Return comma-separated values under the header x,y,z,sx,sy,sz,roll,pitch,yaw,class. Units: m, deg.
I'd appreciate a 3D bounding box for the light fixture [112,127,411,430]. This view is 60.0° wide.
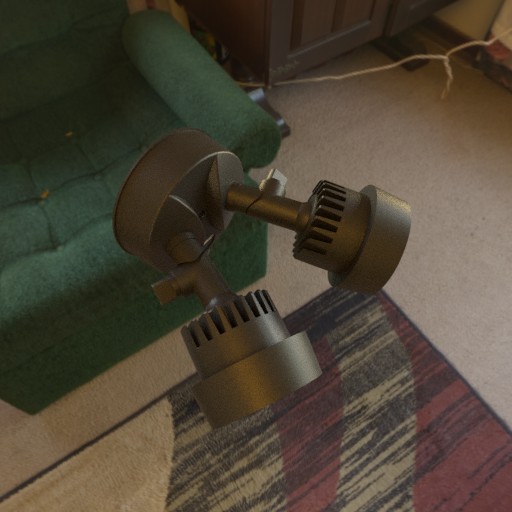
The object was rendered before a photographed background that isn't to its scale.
x,y,z,sx,sy,sz,roll,pitch,yaw,class
0.000,0.000,0.315,0.168,0.120,0.213,34,64,19,light fixture
